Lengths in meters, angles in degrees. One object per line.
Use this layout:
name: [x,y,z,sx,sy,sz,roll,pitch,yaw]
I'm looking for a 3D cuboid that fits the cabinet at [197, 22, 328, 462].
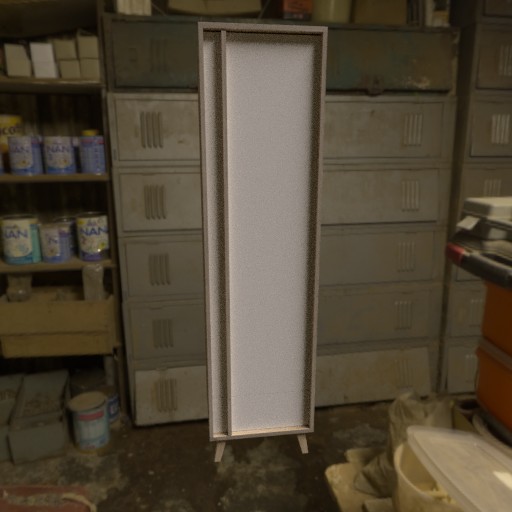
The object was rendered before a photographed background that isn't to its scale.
cabinet: [0.000,0.000,2.170,0.510,1.960,0.450,-2,14,-8]
